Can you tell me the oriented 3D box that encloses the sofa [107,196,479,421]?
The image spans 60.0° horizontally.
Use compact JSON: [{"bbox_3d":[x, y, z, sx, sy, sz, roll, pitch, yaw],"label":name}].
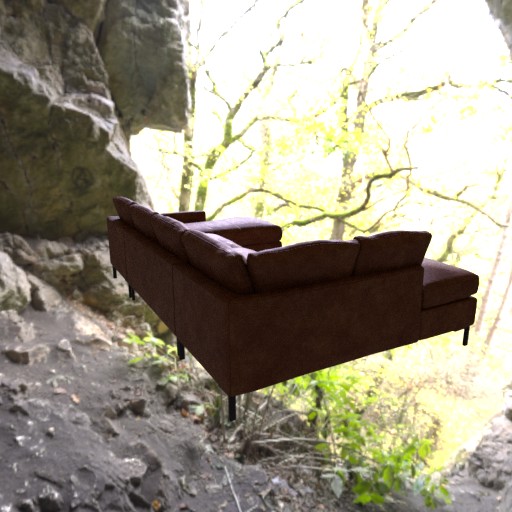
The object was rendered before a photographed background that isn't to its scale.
[{"bbox_3d":[0.000,0.000,3.857,1.939,0.900,2.956,-8,16,-28],"label":"sofa"}]
